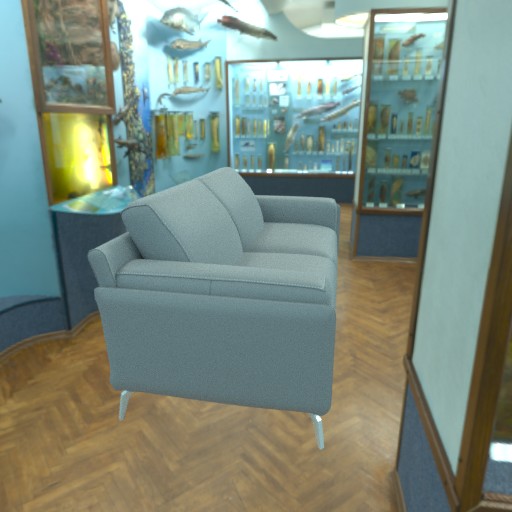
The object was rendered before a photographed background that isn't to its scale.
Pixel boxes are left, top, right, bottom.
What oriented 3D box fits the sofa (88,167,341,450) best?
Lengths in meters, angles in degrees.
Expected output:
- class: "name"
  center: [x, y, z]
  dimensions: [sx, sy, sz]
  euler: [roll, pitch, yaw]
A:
- class: "sofa"
  center: [0.000, 0.000, 2.629]
  dimensions: [0.969, 0.900, 2.100]
  euler: [3, 17, 10]
